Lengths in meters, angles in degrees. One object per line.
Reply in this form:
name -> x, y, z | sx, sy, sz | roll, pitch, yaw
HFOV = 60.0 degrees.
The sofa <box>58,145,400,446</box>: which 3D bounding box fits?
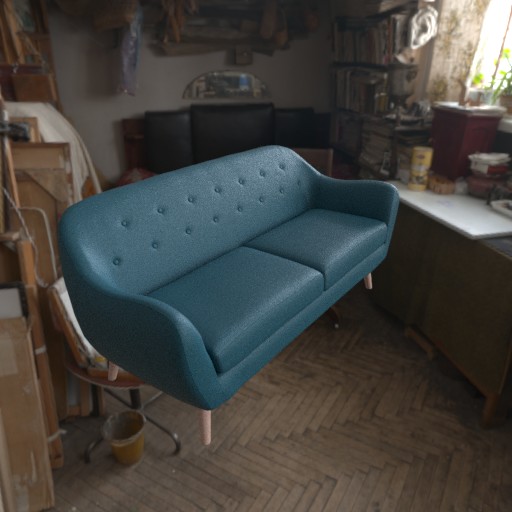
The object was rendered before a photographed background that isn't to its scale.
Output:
sofa -> 0.000, 0.000, 2.269 | 0.820, 0.836, 1.840 | 18, 31, 33
